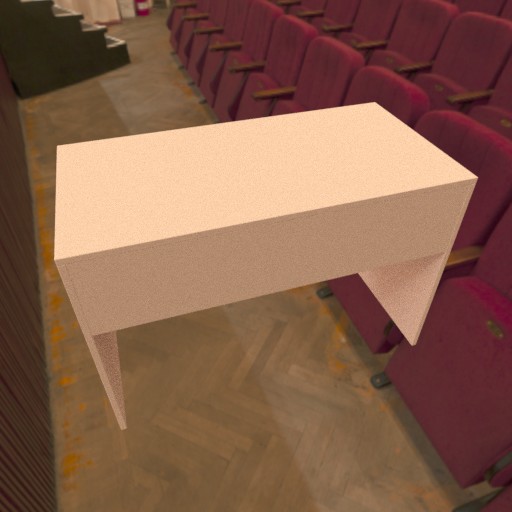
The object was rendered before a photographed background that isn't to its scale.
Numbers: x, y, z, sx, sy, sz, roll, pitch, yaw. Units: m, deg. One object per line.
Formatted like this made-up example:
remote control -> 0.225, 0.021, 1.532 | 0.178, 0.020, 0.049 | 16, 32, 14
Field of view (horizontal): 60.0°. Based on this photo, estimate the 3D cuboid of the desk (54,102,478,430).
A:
desk -> 0.000, 0.000, 1.525 | 1.100, 0.730, 0.560 | -12, 42, -14
